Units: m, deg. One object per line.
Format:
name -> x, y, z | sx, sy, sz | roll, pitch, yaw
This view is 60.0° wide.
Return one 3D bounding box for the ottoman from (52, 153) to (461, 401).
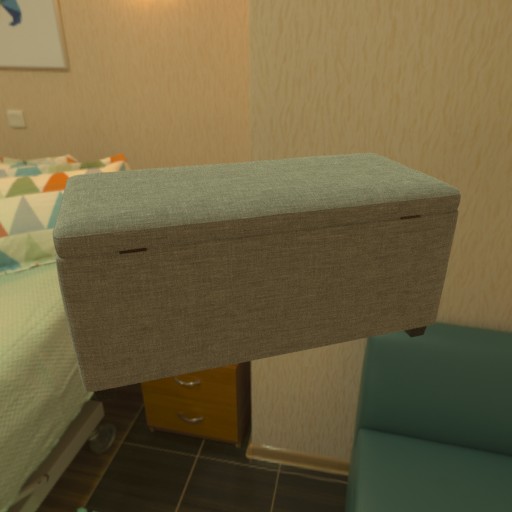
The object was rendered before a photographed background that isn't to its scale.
ottoman -> 0.000, 0.000, 1.150 | 0.902, 0.432, 0.419 | -8, 27, -15
